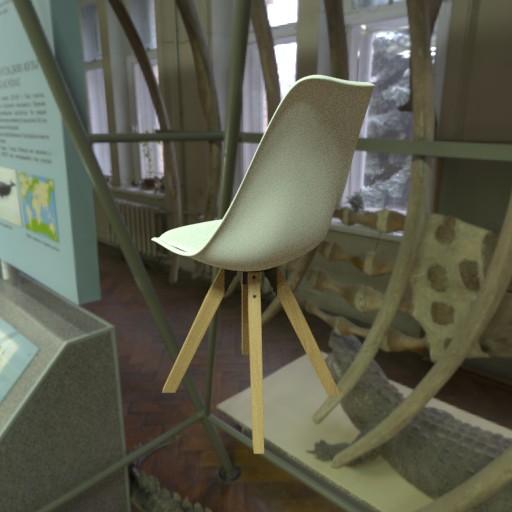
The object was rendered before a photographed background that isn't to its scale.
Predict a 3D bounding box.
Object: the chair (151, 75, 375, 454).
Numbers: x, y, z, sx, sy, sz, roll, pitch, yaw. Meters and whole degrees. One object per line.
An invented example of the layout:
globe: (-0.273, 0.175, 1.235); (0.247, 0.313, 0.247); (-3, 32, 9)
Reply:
chair: (0.000, 0.000, 1.188); (0.550, 0.849, 0.485); (14, 21, 41)
